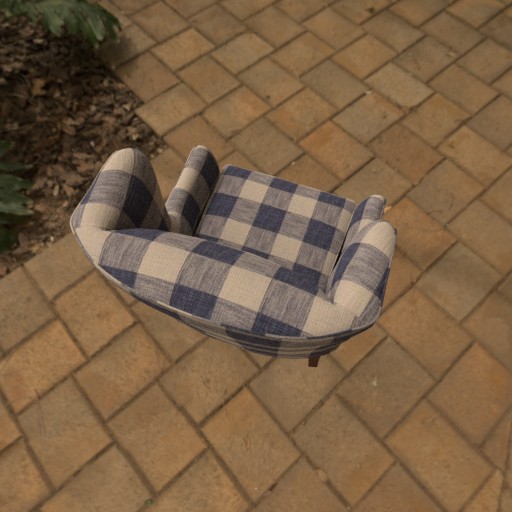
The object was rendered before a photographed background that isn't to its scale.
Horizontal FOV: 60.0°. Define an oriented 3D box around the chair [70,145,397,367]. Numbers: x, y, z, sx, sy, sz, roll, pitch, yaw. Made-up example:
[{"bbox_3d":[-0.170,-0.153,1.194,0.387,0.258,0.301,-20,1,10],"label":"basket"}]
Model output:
[{"bbox_3d":[0.000,0.000,1.668,0.830,1.041,0.889,17,64,9],"label":"chair"}]
